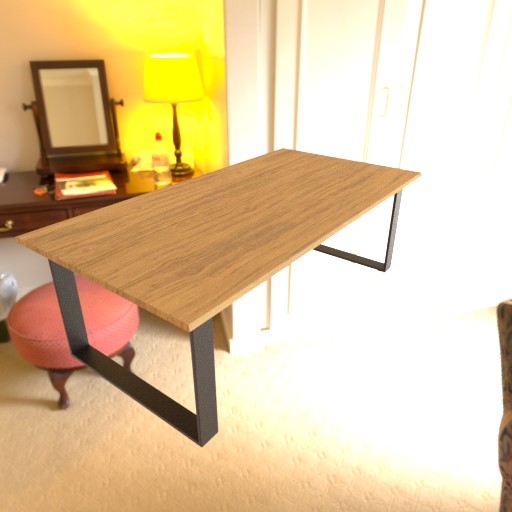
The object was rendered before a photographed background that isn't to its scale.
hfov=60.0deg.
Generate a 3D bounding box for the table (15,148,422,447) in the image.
[{"bbox_3d":[0.000,0.000,1.627,0.693,0.445,1.331,19,33,33],"label":"table"}]
